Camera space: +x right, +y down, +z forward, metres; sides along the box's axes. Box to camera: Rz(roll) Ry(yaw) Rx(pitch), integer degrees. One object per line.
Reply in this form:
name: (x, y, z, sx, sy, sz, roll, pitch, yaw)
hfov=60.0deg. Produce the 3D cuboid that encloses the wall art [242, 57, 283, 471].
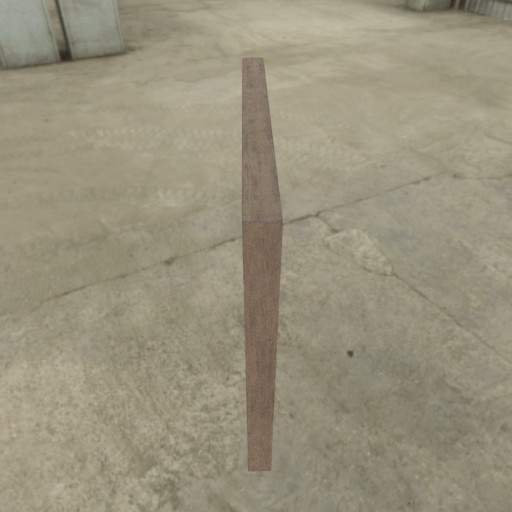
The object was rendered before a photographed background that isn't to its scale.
wall art: (0.000, 0.000, 0.768, 0.038, 0.508, 0.508, -1, 40, -1)
